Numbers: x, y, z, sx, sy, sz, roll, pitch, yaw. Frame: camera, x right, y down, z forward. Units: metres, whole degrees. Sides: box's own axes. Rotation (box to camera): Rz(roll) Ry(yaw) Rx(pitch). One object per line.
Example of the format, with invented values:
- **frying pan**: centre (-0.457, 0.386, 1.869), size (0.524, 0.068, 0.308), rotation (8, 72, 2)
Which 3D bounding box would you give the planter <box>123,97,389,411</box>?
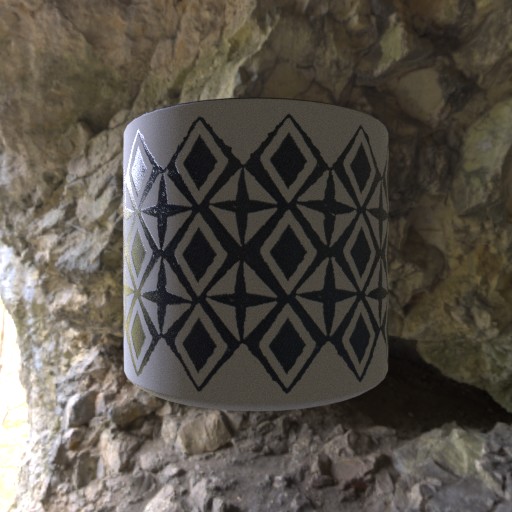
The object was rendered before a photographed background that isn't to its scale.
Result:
- **planter**: centre (0.000, 0.000, 0.317), size (0.182, 0.165, 0.182), rotation (0, 0, 0)
